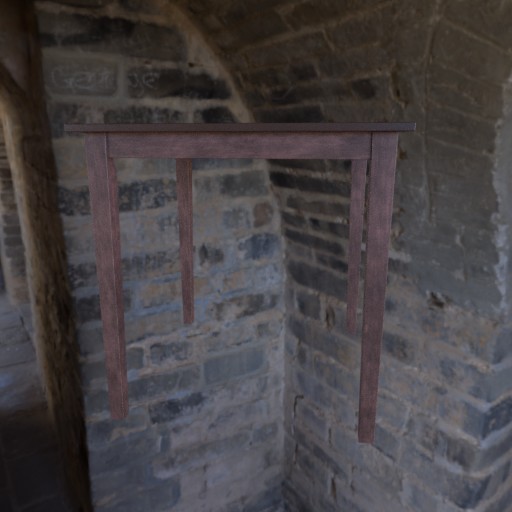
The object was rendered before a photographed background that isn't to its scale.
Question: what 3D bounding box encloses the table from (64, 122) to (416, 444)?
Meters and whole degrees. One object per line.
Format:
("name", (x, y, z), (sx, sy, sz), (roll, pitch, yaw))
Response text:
("table", (0.000, 0.000, 1.383), (0.749, 0.770, 0.749), (2, 15, 8))
